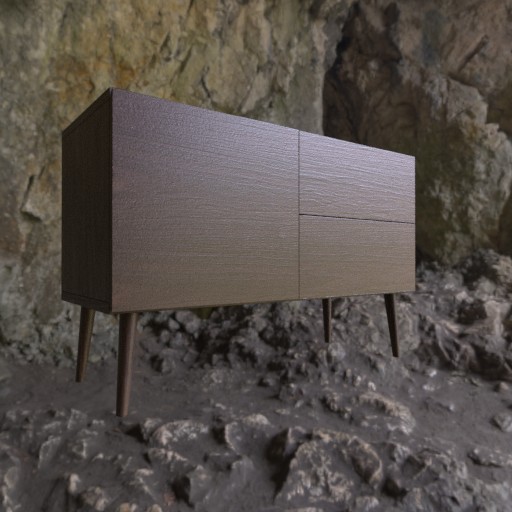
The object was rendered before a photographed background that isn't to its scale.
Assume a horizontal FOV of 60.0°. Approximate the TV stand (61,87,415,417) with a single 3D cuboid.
[{"bbox_3d":[0.000,0.000,1.311,0.990,0.660,0.405,0,0,-36],"label":"TV stand"}]
